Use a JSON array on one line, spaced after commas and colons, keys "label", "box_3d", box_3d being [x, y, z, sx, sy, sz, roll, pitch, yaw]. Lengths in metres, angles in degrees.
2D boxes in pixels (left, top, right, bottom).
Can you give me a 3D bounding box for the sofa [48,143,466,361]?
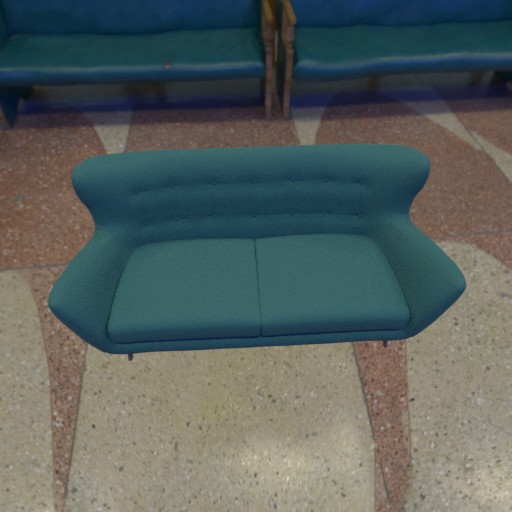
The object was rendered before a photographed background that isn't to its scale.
[{"label": "sofa", "box_3d": [0.000, 0.000, 2.408, 1.930, 0.890, 0.889, -2, 48, -2]}]
